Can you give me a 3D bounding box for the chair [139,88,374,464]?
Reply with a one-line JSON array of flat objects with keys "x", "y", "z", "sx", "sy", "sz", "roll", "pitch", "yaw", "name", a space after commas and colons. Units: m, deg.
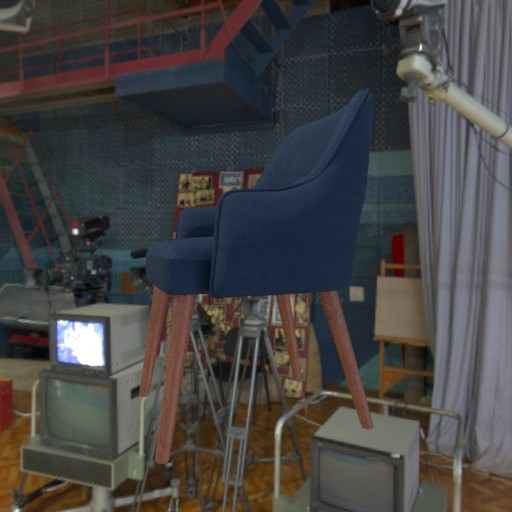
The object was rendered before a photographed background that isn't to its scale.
[{"x": 0.000, "y": 0.000, "z": 1.210, "sx": 0.591, "sy": 0.844, "sz": 0.559, "roll": -1, "pitch": 2, "yaw": -19, "name": "chair"}]
